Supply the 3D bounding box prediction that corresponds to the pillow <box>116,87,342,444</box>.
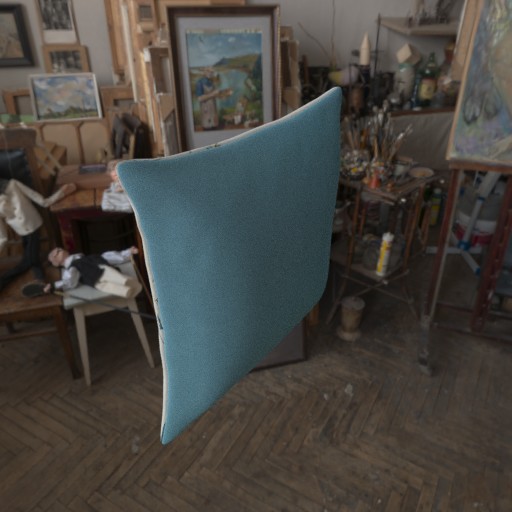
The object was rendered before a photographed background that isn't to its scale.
[{"bbox_3d":[0.000,0.000,0.803,0.166,0.507,0.526,22,38,31],"label":"pillow"}]
